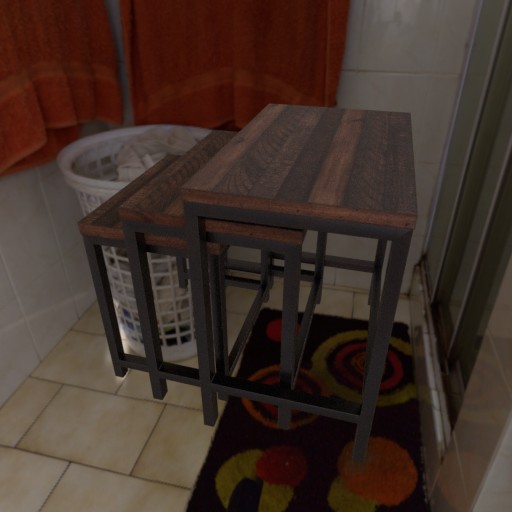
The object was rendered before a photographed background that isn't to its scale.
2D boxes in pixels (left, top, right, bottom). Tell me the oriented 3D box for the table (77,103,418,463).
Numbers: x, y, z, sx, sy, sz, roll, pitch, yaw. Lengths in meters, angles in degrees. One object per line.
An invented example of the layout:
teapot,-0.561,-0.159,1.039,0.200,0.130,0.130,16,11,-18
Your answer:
table,0.000,0.000,1.132,0.660,0.616,0.608,8,33,13
